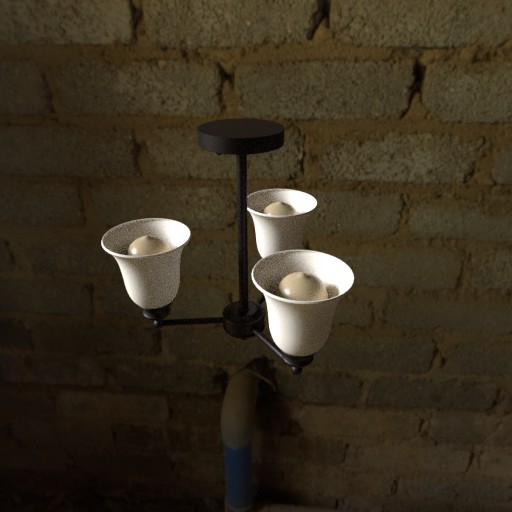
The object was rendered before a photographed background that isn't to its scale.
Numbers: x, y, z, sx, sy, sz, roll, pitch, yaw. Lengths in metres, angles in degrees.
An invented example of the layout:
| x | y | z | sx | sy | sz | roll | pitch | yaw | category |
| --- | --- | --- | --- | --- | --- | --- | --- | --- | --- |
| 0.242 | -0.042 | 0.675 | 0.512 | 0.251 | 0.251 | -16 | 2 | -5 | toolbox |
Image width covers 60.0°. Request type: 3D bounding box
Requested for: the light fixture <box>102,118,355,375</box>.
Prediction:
| x | y | z | sx | sy | sz | roll | pitch | yaw | category |
| --- | --- | --- | --- | --- | --- | --- | --- | --- | --- |
| 0.000 | 0.000 | 0.672 | 0.388 | 0.370 | 0.354 | -18 | 33 | -29 | light fixture |
